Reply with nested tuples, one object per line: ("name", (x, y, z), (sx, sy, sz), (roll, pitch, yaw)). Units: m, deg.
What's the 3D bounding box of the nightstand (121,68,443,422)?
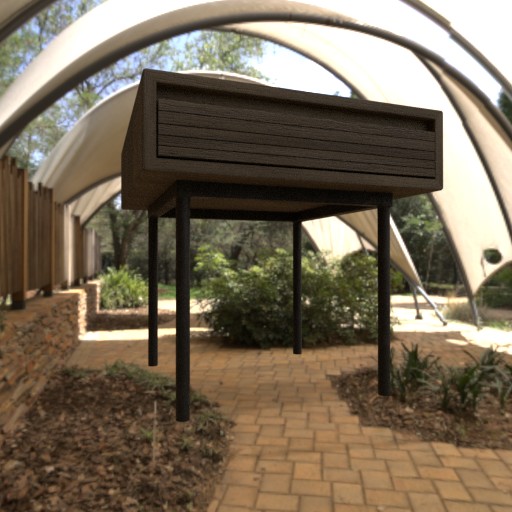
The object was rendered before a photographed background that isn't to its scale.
("nightstand", (0.000, 0.000, 0.906), (0.502, 0.497, 0.503), (0, 0, -20))
